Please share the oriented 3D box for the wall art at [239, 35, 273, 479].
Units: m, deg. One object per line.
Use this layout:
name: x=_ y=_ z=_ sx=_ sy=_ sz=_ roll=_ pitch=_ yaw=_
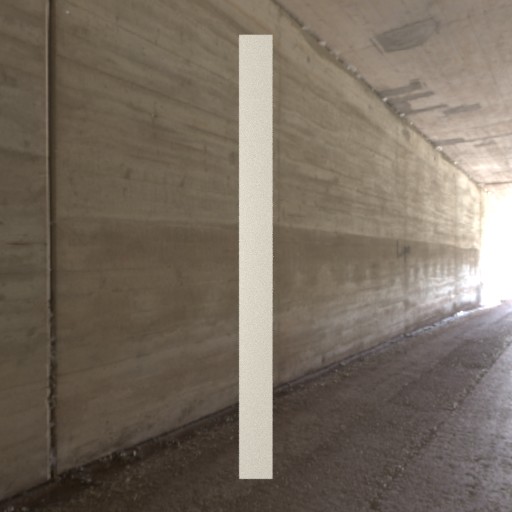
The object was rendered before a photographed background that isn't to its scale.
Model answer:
wall art: x=0.000 y=0.000 z=0.757 sx=0.038 sy=0.505 sz=0.506 roll=0 pitch=0 yaw=0
